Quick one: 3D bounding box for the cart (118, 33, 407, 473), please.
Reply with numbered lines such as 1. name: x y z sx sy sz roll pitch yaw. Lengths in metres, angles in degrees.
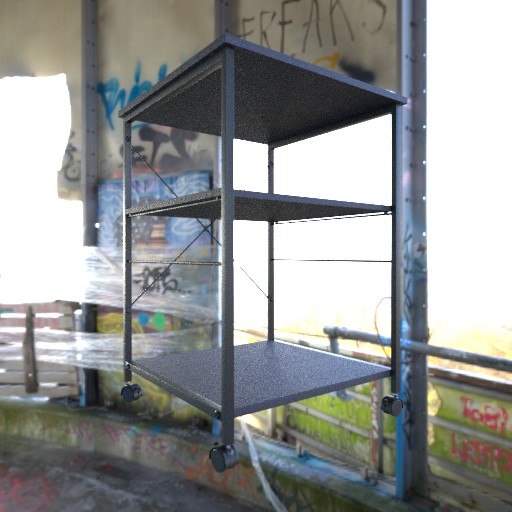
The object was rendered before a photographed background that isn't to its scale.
1. cart: 0.000 0.000 1.119 0.521 0.762 0.520 0 0 -37
